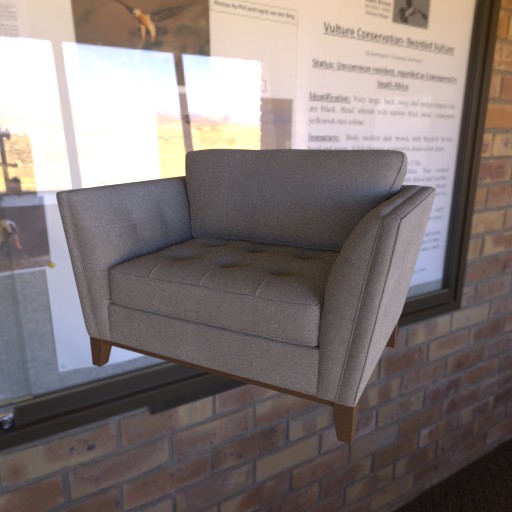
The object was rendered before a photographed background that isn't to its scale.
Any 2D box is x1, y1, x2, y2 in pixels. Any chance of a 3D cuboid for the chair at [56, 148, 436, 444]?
[{"bbox_3d":[0.000,0.000,2.028,1.396,0.942,0.965,8,17,26],"label":"chair"}]
